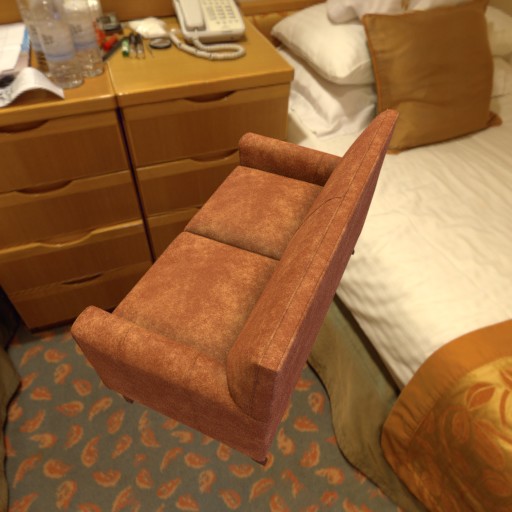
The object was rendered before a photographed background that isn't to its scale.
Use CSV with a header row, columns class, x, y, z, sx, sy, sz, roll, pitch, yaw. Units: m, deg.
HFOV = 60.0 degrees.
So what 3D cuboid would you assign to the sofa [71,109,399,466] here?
class,x,y,z,sx,sy,sz,roll,pitch,yaw
sofa,0.000,0.000,1.980,0.787,0.871,1.473,18,48,17
